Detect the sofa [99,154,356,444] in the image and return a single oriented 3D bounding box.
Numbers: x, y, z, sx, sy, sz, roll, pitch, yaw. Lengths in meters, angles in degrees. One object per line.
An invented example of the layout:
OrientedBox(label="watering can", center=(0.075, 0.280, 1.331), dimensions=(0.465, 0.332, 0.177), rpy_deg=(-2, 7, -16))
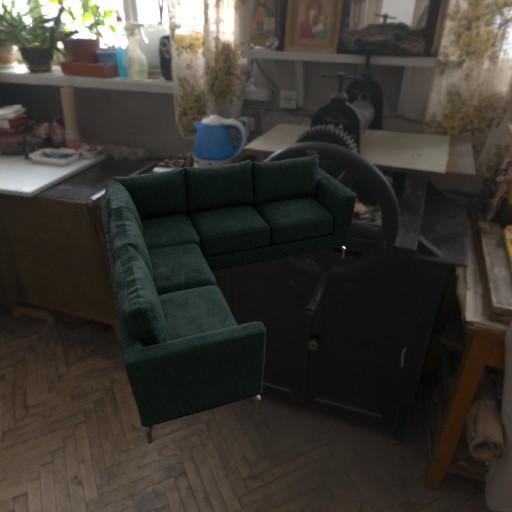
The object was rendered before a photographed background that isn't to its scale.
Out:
OrientedBox(label="sofa", center=(0.000, 0.000, 3.914), dimensions=(2.452, 1.004, 2.468), rpy_deg=(-11, 33, -17))
